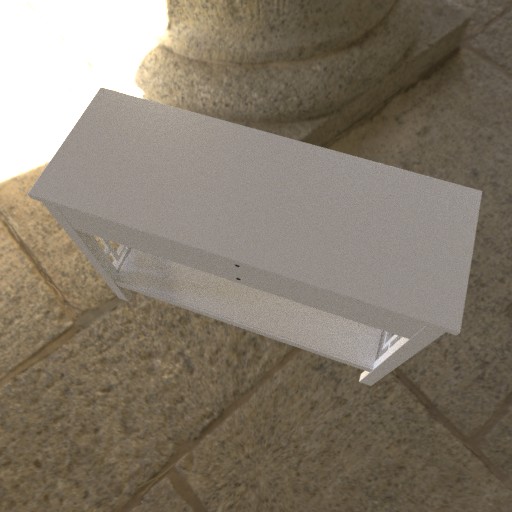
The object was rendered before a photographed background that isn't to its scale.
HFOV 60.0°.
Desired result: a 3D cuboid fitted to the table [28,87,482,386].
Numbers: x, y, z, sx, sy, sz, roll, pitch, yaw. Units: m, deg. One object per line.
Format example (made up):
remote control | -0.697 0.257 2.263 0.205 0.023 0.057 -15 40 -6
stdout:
table | 0.000 0.000 1.446 1.068 0.753 0.397 18 66 8
